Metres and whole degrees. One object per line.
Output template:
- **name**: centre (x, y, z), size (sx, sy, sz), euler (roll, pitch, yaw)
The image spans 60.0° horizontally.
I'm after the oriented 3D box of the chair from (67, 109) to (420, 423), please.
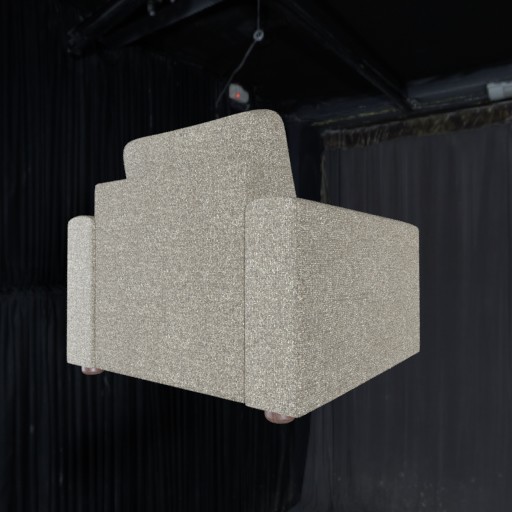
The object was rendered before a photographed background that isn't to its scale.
- **chair**: centre (0.000, 0.000, 1.754), size (1.005, 0.873, 1.016), euler (-1, -1, 36)
